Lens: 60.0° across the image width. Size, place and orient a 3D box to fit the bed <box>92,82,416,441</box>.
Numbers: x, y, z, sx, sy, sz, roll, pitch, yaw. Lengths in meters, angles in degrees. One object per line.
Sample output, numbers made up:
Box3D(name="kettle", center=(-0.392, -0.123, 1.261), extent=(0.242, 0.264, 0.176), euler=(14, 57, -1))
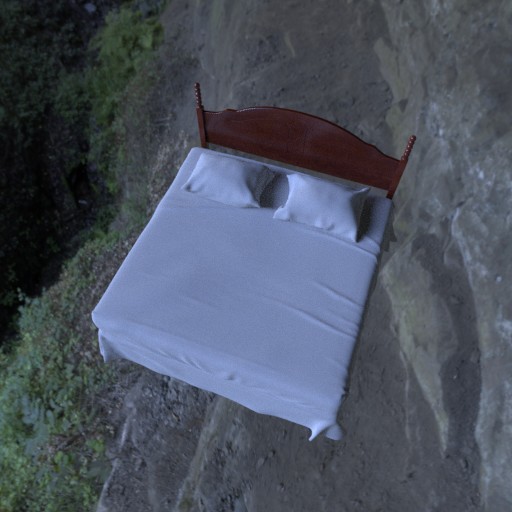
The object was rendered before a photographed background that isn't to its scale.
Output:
Box3D(name="bed", center=(0.000, 0.000, 3.687), extent=(2.322, 1.355, 2.219), euler=(17, 60, 10))
